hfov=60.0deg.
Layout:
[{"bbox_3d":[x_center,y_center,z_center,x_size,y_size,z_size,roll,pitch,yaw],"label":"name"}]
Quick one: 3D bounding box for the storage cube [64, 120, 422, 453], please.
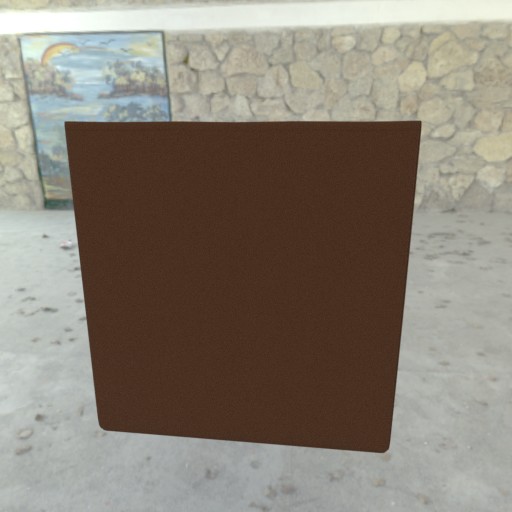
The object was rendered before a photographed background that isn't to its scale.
[{"bbox_3d":[0.000,0.000,0.487,0.270,0.280,0.270,2,16,7],"label":"storage cube"}]
